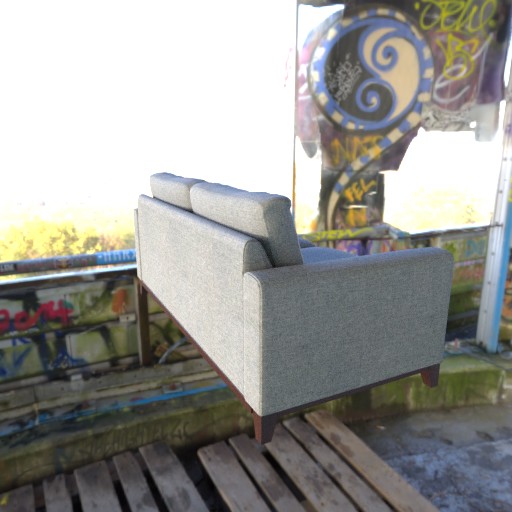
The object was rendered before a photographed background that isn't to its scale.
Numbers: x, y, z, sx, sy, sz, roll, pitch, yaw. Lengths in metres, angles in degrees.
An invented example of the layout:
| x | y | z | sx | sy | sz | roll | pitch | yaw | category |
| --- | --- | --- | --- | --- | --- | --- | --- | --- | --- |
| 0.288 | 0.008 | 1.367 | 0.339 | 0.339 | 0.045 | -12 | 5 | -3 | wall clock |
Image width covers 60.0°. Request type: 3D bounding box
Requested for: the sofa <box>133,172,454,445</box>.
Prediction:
| x | y | z | sx | sy | sz | roll | pitch | yaw | category |
| --- | --- | --- | --- | --- | --- | --- | --- | --- | --- |
| 0.000 | 0.000 | 2.550 | 0.969 | 0.892 | 1.978 | -7 | 16 | -26 | sofa |
